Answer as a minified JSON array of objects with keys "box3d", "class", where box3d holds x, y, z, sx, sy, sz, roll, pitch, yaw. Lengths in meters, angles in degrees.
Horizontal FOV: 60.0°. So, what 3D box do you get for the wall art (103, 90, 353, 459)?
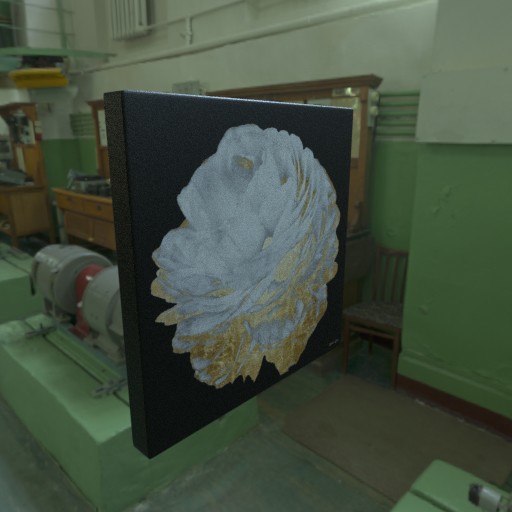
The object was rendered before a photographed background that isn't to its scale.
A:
[{"box3d":[0.000,0.000,0.618,0.041,0.407,0.406,14,20,41],"class":"wall art"}]
